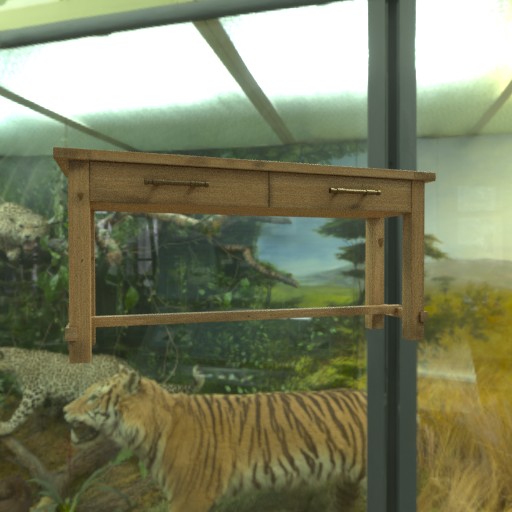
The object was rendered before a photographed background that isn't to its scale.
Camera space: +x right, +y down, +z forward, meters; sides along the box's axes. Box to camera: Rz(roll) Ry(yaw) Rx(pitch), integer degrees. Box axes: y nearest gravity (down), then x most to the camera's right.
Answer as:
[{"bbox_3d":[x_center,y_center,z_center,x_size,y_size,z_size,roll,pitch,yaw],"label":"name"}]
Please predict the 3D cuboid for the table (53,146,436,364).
[{"bbox_3d":[0.000,0.000,1.959,1.599,0.762,0.442,0,0,-18],"label":"table"}]
